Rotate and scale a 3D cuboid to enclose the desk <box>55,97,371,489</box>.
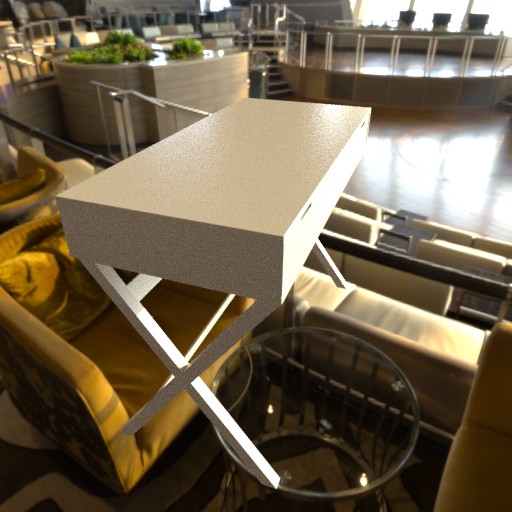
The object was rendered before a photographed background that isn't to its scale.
[{"bbox_3d":[0.000,0.000,1.478,0.509,0.780,1.059,11,33,18],"label":"desk"}]
